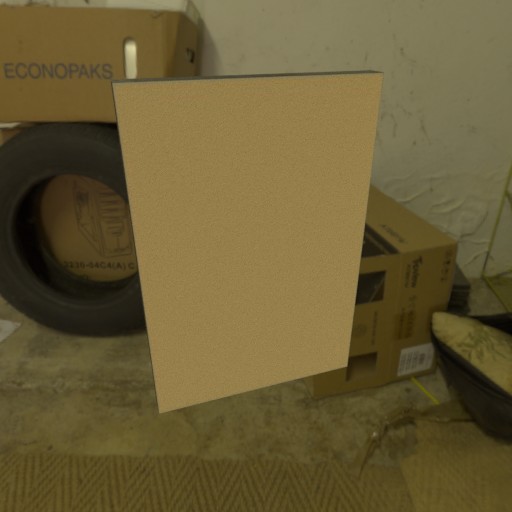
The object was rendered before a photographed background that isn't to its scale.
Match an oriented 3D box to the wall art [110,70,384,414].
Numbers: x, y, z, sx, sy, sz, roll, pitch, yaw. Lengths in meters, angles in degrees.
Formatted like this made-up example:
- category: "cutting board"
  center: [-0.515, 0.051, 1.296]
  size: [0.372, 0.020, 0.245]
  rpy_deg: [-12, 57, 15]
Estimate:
- category: "wall art"
  center: [0.000, 0.000, 0.604]
  size: [0.313, 0.457, 0.031]
  rpy_deg: [-9, 29, -17]
